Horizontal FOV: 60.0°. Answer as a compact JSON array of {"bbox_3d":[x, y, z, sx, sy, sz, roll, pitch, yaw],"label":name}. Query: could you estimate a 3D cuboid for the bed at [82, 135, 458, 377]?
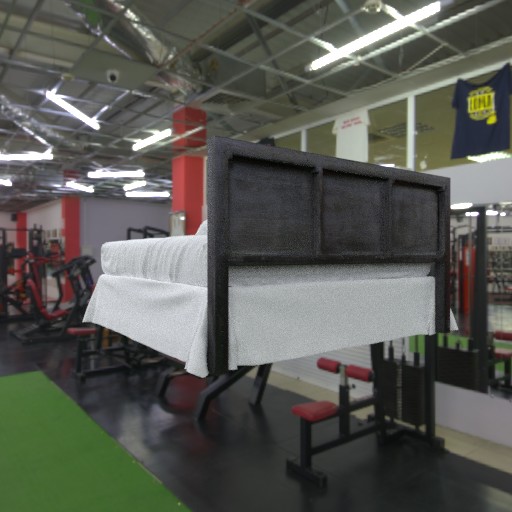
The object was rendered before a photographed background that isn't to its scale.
[{"bbox_3d":[0.000,0.000,3.558,2.255,1.158,2.165,0,0,-36],"label":"bed"}]
